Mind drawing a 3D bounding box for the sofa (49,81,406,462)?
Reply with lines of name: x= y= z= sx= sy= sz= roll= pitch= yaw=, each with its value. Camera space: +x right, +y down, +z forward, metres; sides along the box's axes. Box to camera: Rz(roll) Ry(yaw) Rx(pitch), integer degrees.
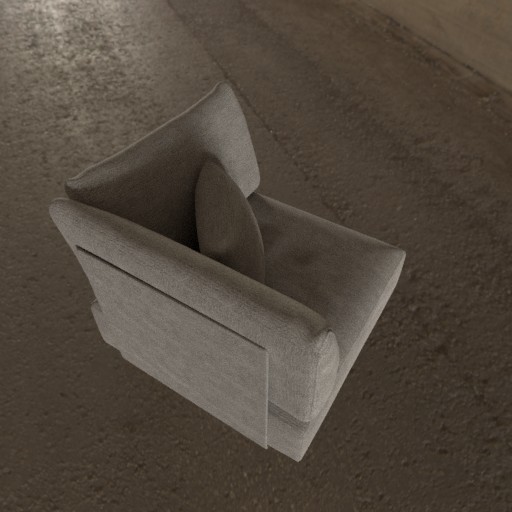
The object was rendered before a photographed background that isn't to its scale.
sofa: x=0.000 y=0.000 z=1.732 sx=1.000 sy=0.820 sz=1.000 roll=24 pitch=50 yaw=22
